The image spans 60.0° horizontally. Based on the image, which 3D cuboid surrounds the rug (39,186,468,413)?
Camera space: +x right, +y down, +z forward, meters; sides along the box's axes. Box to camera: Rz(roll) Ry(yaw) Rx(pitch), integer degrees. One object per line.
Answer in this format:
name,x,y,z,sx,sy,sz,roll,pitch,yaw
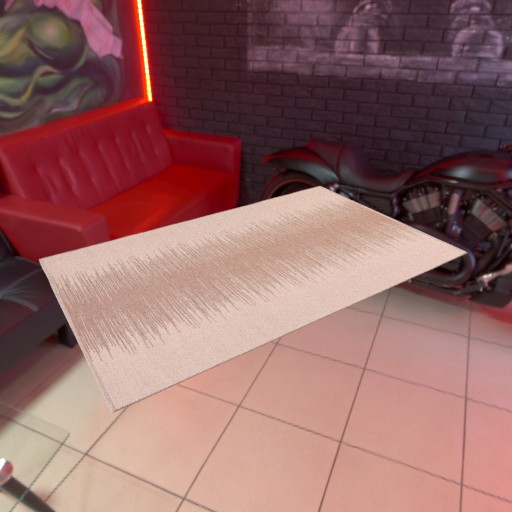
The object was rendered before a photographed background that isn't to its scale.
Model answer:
rug,0.000,0.000,2.964,2.440,0.012,1.522,-18,34,-29
